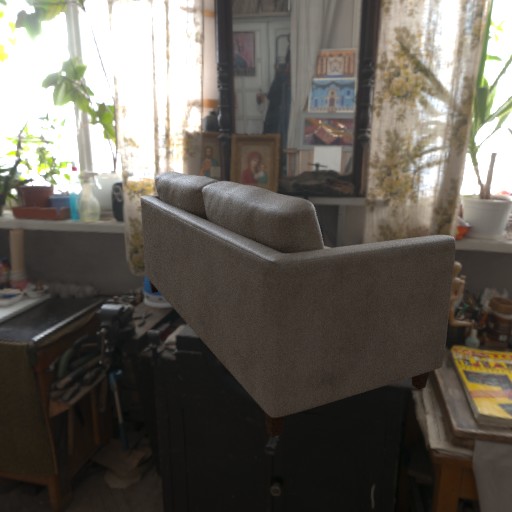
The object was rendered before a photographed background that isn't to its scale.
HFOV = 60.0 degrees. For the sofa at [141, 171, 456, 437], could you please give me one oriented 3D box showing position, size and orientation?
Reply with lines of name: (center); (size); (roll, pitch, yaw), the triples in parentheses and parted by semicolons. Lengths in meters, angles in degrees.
sofa: (0.000, 0.000, 2.754); (0.951, 0.965, 2.208); (-7, 16, -26)
